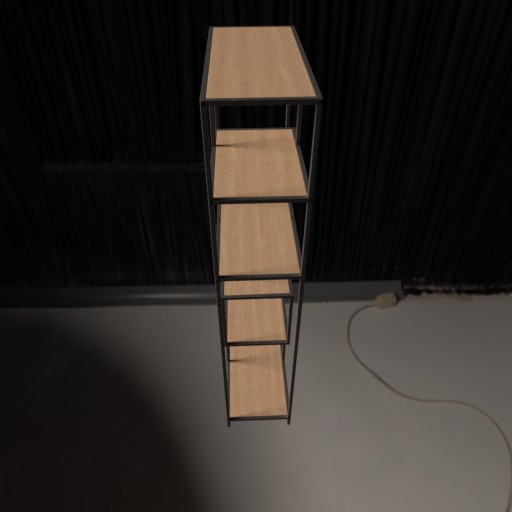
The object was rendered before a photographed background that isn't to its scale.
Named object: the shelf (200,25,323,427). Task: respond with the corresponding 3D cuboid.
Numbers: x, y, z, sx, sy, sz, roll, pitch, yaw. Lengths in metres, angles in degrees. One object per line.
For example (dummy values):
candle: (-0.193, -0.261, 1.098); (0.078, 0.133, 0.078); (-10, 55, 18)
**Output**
shelf: (0.000, 0.000, 2.150); (0.350, 1.850, 0.770); (-2, 41, -2)
